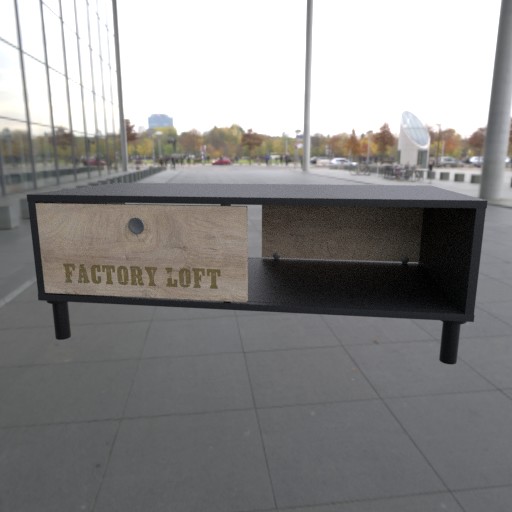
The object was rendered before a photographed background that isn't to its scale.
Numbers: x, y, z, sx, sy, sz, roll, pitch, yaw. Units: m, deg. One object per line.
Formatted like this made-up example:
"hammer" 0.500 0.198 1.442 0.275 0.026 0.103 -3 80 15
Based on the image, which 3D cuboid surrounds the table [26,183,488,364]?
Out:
"table" 0.000 0.000 1.343 1.100 0.400 0.550 2 13 8
